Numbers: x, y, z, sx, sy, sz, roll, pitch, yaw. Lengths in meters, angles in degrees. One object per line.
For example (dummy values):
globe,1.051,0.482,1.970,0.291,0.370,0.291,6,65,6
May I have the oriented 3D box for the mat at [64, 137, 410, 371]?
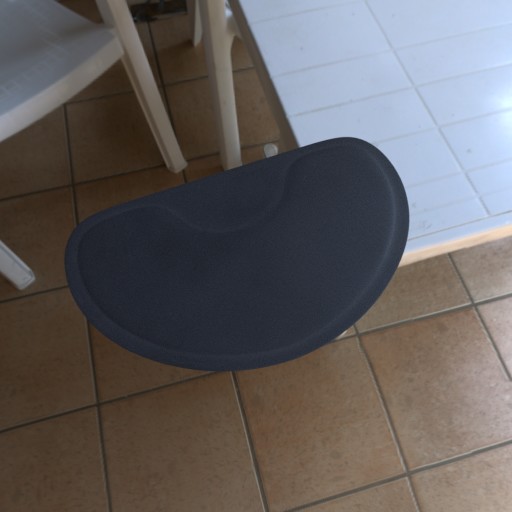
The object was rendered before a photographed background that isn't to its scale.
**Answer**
mat,0.000,0.000,1.862,1.524,0.013,0.913,-19,66,-9
